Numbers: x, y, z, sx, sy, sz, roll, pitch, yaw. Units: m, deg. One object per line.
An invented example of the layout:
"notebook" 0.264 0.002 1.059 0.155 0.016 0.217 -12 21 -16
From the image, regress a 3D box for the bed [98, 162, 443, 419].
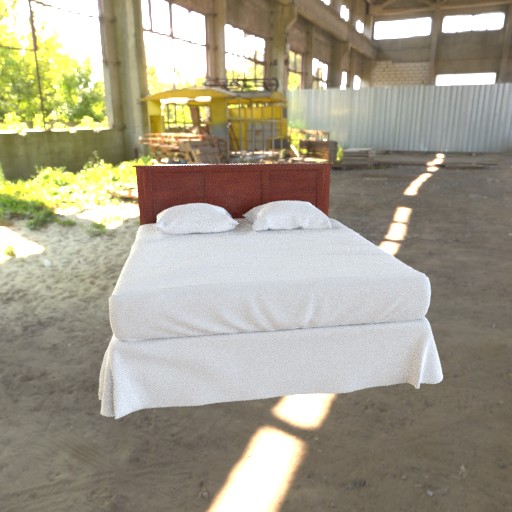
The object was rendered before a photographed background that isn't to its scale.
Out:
"bed" 0.000 0.000 3.571 2.314 1.271 2.219 -3 17 -9
